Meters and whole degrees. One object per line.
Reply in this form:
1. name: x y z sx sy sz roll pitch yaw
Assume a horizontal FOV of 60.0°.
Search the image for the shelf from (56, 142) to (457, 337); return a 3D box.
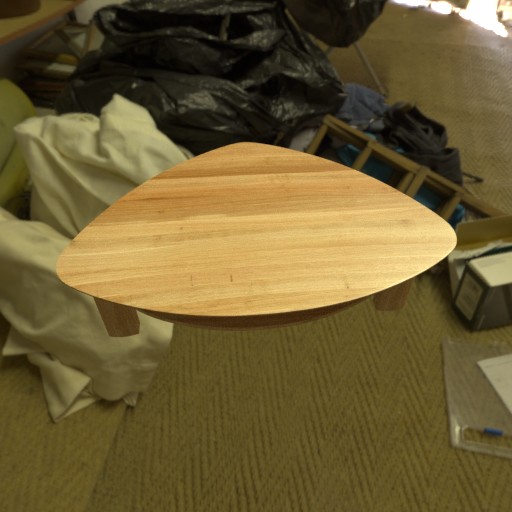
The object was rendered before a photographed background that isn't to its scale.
1. shelf: 0.000 0.000 1.650 1.240 0.439 0.863 -5 46 -5
